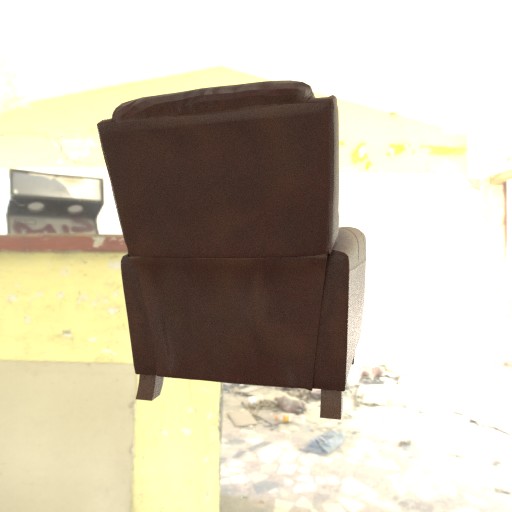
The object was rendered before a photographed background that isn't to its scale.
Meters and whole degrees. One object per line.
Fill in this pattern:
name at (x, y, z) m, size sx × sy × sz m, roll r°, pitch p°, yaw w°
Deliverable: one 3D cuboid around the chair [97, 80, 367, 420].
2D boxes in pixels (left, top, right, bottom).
chair at (0.000, 0.000, 1.773) m, size 0.826 × 1.022 × 1.089 m, roll 0°, pitch -1°, yaw 17°
